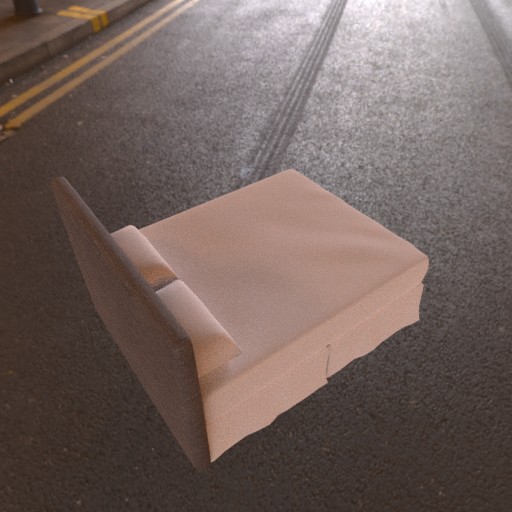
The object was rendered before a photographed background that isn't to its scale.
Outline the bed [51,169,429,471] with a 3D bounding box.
[{"bbox_3d":[0.000,0.000,3.243,2.142,1.330,1.723,-26,48,-26],"label":"bed"}]
